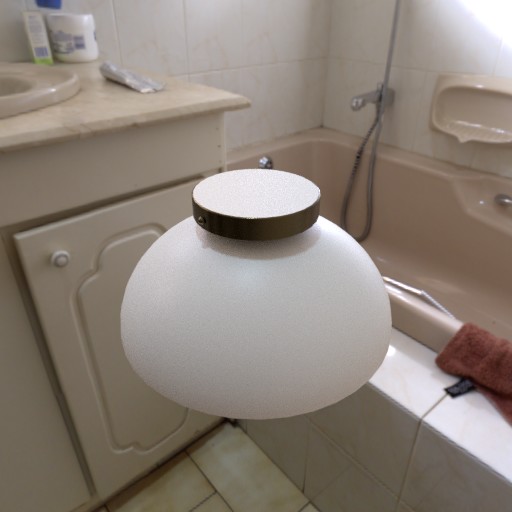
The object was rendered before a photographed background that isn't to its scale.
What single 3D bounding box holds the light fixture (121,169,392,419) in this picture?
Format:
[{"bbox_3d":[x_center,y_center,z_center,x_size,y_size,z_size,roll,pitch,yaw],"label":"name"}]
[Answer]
[{"bbox_3d":[0.000,0.000,0.558,0.355,0.177,0.355,0,31,0],"label":"light fixture"}]
